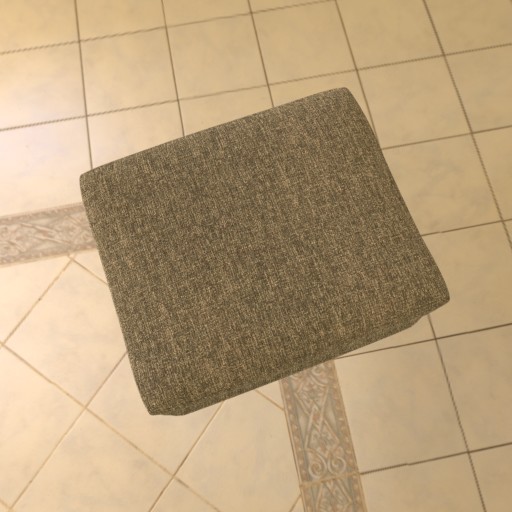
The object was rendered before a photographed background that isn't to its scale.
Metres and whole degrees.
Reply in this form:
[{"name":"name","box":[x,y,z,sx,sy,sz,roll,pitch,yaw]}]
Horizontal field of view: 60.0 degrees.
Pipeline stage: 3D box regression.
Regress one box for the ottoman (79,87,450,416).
[{"name":"ottoman","box":[0.000,0.000,1.265,0.828,0.480,0.683,-20,76,-5]}]
